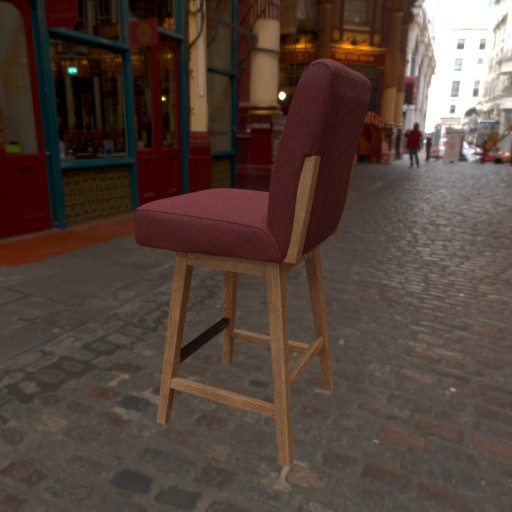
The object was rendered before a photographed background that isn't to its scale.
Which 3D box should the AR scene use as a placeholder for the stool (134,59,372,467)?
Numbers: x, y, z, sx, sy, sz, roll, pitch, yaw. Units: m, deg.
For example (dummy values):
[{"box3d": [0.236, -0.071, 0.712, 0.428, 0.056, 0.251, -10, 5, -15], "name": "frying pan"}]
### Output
[{"box3d": [0.000, 0.000, 1.348, 0.562, 1.038, 0.468, 7, 17, 25], "name": "stool"}]
